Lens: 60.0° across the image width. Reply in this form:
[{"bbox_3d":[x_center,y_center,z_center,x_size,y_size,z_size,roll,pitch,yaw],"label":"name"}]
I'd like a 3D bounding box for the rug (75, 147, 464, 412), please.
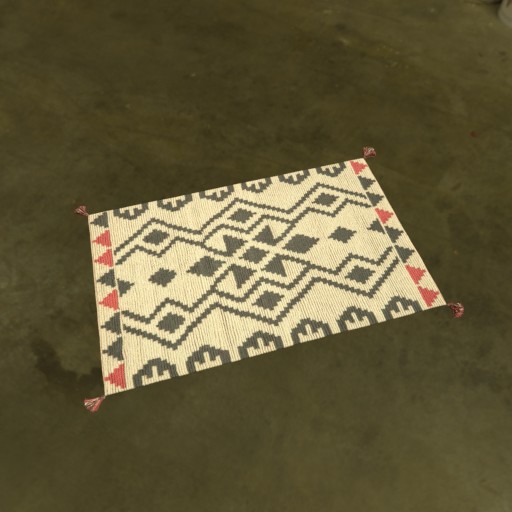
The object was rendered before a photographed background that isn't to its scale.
[{"bbox_3d":[0.000,0.000,3.393,2.672,0.066,1.741,-13,58,-8],"label":"rug"}]
